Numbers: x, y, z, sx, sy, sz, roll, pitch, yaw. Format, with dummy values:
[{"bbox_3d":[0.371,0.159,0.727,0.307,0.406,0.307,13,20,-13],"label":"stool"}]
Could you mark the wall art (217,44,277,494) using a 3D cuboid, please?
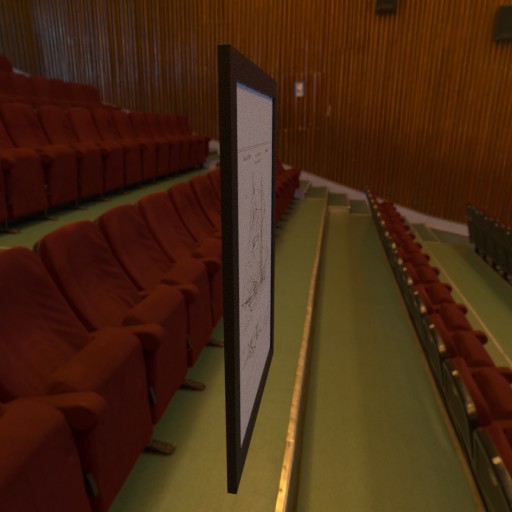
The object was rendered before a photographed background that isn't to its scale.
[{"bbox_3d":[0.000,0.000,0.680,0.013,0.534,0.381,3,16,9],"label":"wall art"}]
